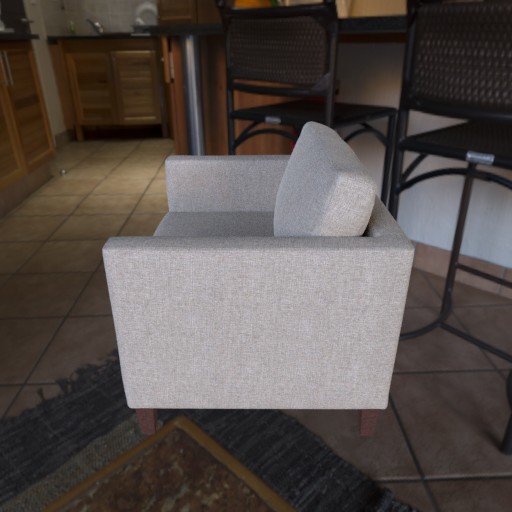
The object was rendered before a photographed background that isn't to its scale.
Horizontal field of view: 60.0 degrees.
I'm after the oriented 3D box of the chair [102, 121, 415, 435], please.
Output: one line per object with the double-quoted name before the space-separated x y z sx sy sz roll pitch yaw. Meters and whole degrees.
"chair" 0.000 0.000 1.886 0.959 0.987 1.107 0 27 0
